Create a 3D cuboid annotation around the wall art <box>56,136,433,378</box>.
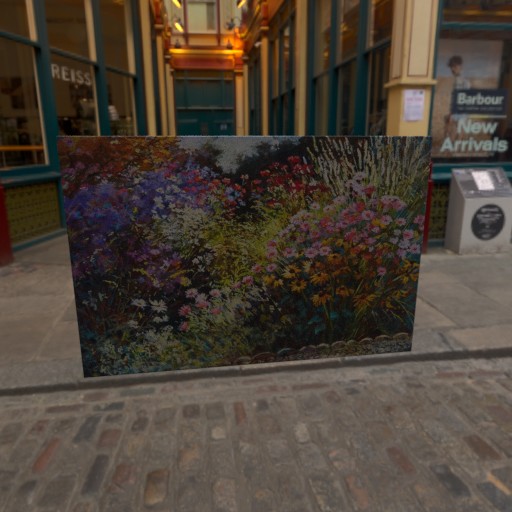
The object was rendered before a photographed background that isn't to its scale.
[{"bbox_3d":[0.000,0.000,1.155,0.908,0.604,0.037,-2,15,-9],"label":"wall art"}]
